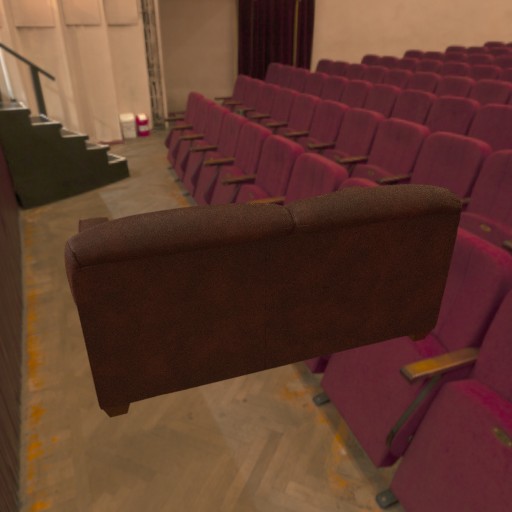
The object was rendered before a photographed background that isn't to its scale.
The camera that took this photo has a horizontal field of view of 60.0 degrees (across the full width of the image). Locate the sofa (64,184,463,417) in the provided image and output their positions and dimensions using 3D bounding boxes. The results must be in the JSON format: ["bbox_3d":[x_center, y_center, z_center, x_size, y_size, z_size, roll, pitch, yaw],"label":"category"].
[{"bbox_3d":[0.000,0.000,2.477,1.856,0.966,1.000,-9,29,-17],"label":"sofa"}]
